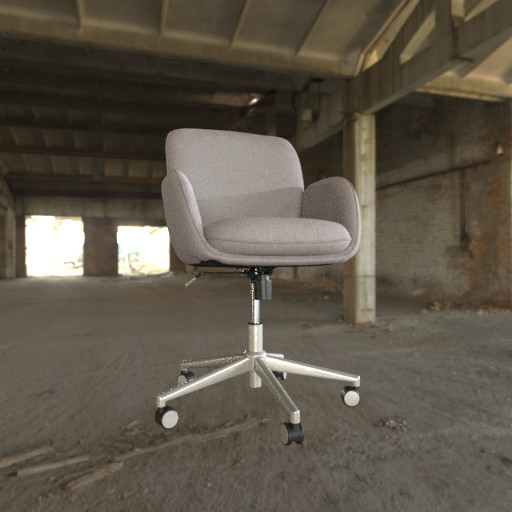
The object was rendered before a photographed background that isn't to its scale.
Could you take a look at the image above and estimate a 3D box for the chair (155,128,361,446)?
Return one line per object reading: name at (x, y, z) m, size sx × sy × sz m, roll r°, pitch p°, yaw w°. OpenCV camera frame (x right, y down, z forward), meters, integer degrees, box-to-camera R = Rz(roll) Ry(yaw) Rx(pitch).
chair at (0.000, 0.000, 1.414) m, size 0.648 × 0.959 × 0.654 m, roll 0°, pitch 0°, yaw -18°
